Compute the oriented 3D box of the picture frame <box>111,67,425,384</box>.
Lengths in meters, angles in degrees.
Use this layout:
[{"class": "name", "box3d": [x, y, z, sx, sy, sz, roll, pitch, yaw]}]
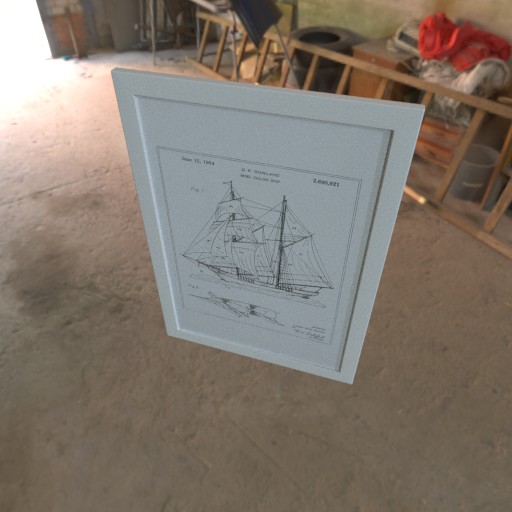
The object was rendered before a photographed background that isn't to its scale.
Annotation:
[{"class": "picture frame", "box3d": [0.000, 0.000, 0.696, 0.381, 0.534, 0.012, 12, 43, 13]}]
